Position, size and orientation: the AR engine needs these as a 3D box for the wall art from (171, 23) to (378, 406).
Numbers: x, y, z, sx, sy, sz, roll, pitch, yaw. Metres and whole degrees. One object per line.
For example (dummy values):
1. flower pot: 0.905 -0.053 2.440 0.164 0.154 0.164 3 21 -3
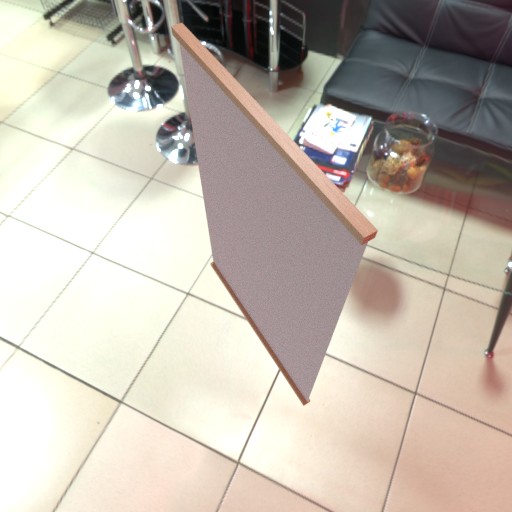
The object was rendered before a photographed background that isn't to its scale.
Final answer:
1. wall art: 0.000 0.000 1.868 0.040 1.510 0.991 -28 62 -16
